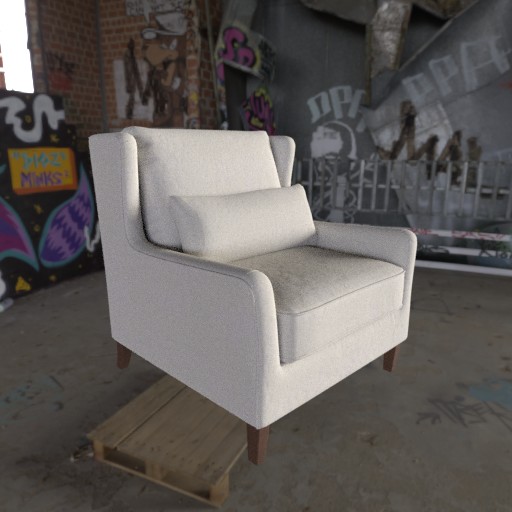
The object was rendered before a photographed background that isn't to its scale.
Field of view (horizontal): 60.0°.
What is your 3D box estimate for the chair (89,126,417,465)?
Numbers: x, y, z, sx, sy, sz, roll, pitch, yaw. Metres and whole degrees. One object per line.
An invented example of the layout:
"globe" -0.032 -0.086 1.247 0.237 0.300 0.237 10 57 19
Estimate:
"chair" 0.000 0.000 1.883 0.982 1.056 1.040 -14 19 -43
